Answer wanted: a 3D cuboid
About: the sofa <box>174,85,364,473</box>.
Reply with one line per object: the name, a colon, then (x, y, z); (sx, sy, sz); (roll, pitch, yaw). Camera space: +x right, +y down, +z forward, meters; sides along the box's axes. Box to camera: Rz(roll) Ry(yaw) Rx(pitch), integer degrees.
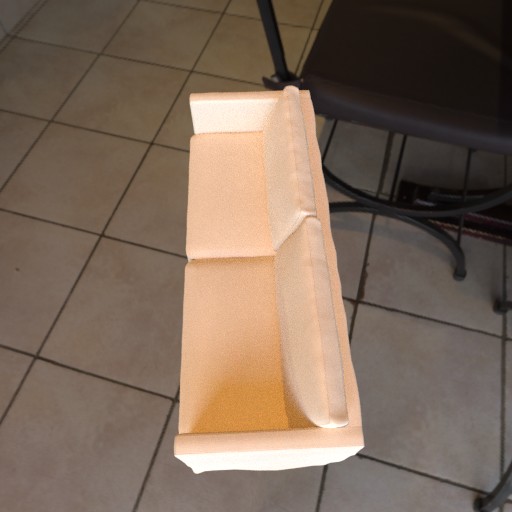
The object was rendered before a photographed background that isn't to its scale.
sofa: (0.000, 0.000, 3.260); (1.036, 0.999, 2.779); (-2, 60, -1)
